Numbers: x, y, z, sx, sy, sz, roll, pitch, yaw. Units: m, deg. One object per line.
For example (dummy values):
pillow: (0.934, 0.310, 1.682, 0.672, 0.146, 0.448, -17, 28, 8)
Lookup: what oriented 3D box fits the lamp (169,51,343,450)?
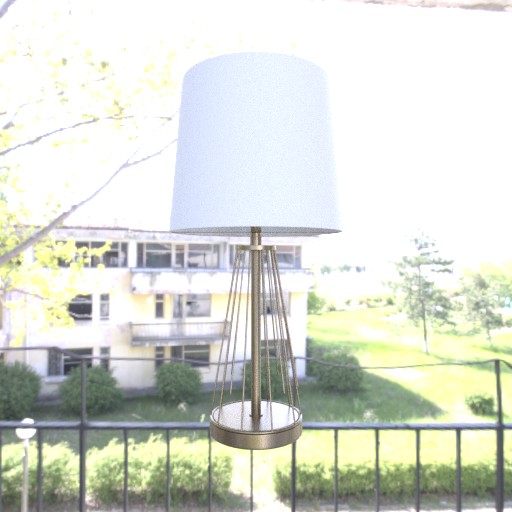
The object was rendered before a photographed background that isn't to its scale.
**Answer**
lamp: (0.000, 0.000, 0.785, 0.303, 0.618, 0.303, 0, 0, 0)
